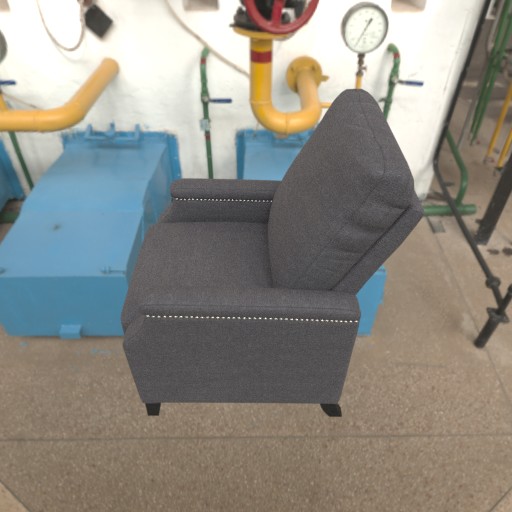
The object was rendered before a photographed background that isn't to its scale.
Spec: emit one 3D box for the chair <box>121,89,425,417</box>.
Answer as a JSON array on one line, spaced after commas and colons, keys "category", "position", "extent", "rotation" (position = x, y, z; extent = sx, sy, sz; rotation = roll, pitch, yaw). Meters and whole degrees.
[{"category": "chair", "position": [0.000, 0.000, 1.621], "extent": [0.922, 1.049, 0.710], "rotation": [0, 42, 0]}]
